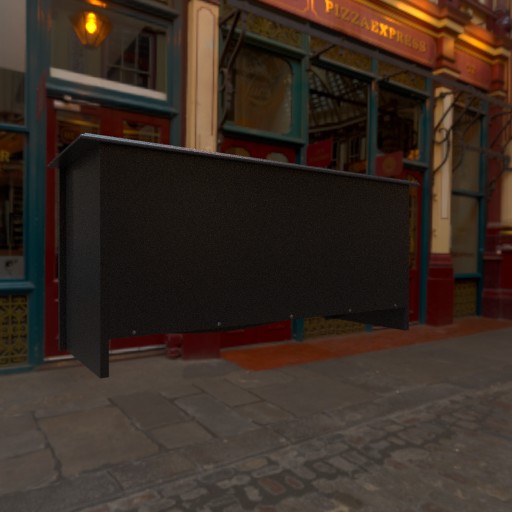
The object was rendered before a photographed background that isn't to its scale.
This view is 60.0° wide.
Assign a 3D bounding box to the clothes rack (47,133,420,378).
[{"bbox_3d":[0.000,0.000,1.488,1.219,0.556,0.406,0,0,-35],"label":"clothes rack"}]
